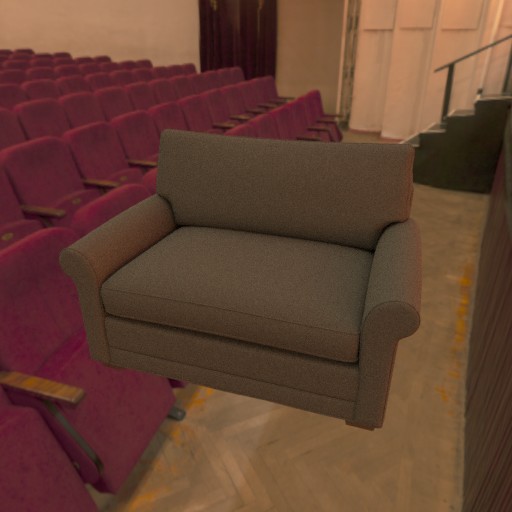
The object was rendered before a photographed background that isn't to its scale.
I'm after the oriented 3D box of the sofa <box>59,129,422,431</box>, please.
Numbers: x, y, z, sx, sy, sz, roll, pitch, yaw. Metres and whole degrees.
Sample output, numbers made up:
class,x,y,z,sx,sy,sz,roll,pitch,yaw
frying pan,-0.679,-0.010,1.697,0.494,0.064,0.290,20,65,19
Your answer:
class,x,y,z,sx,sy,sz,roll,pitch,yaw
sofa,0.000,0.000,2.023,1.410,0.953,0.940,8,27,16
